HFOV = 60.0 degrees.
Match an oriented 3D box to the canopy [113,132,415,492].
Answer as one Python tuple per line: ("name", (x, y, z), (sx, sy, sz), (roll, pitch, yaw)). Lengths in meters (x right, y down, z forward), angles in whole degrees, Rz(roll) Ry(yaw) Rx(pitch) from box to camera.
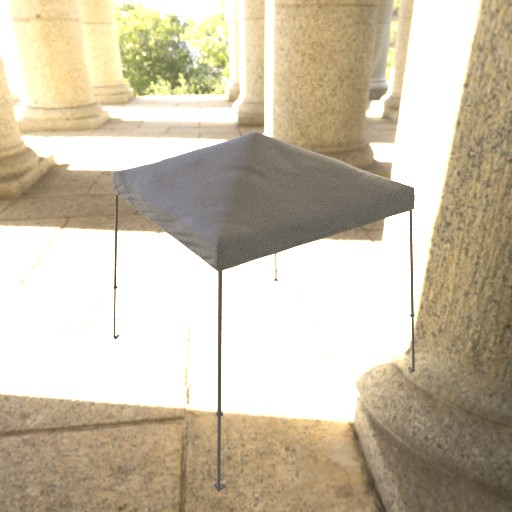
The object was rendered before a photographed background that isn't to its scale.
("canopy", (0.000, 0.000, 6.565), (3.599, 3.600, 3.600), (-17, 31, -31))
